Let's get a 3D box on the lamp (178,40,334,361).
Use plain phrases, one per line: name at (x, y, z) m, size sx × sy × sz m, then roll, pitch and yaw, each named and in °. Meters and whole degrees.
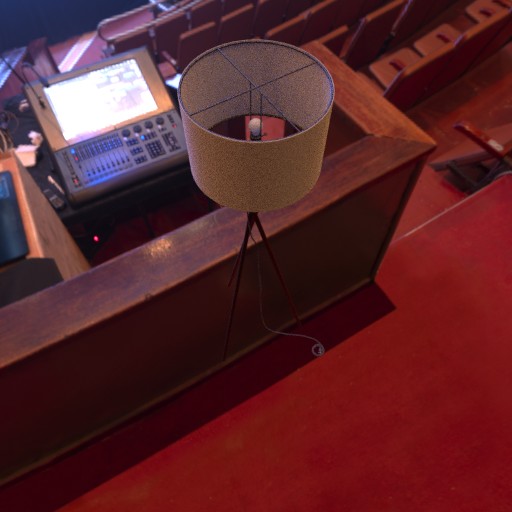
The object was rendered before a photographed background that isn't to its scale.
lamp at (0.000, 0.000, 1.884) m, size 0.522 × 1.624 × 0.667 m, roll -29°, pitch 63°, yaw -16°
